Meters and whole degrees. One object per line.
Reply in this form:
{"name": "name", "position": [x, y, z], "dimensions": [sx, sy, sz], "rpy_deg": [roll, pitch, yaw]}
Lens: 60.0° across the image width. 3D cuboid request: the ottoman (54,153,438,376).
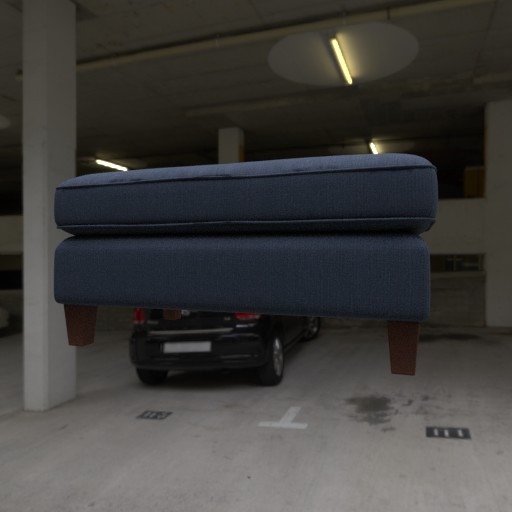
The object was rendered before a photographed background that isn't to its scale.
{"name": "ottoman", "position": [0.000, 0.000, 1.188], "dimensions": [0.885, 0.438, 0.570], "rpy_deg": [0, 1, 19]}
